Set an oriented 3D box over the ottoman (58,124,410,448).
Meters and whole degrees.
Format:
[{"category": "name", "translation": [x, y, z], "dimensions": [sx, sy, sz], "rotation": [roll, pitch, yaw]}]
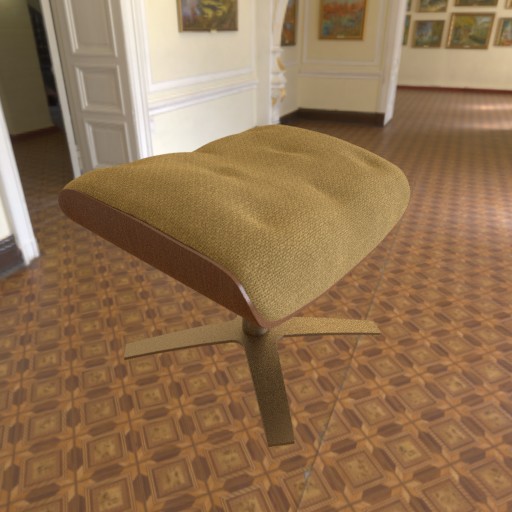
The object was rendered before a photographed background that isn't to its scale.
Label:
[{"category": "ottoman", "translation": [0.000, 0.000, 0.813], "dimensions": [0.394, 0.391, 0.520], "rotation": [18, 32, 32]}]
